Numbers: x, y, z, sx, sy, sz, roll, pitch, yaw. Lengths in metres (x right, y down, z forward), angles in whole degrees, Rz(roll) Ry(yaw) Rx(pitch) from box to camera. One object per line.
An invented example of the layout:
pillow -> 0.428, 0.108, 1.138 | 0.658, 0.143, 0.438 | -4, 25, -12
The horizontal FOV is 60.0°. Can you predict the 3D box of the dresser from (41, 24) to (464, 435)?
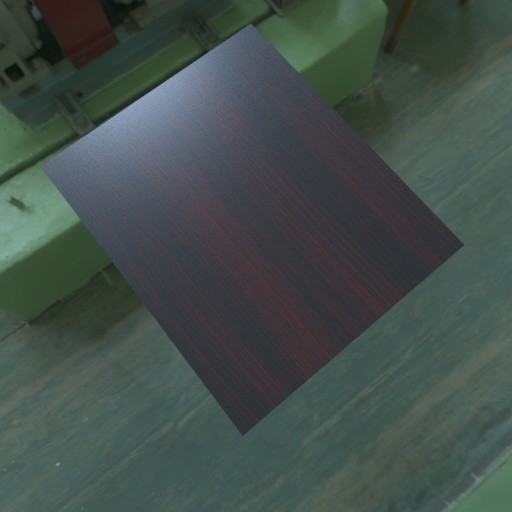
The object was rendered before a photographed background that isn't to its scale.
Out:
dresser -> 0.000, 0.000, 0.806 | 0.360, 0.560, 0.400 | -38, 79, -9
